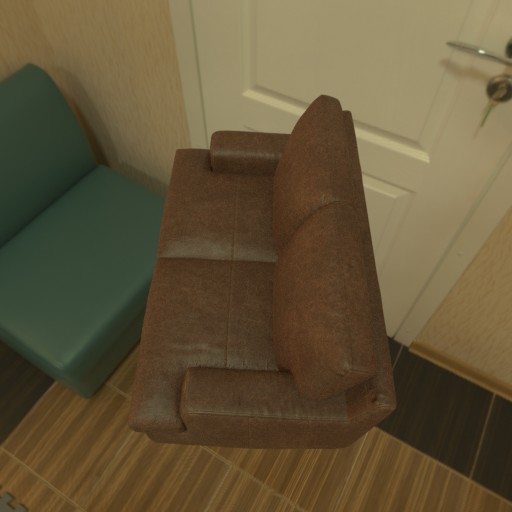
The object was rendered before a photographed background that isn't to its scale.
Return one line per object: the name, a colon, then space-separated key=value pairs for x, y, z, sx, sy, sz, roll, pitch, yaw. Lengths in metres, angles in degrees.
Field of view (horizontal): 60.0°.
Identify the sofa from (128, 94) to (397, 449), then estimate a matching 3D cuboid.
sofa: x=0.000 y=0.000 z=2.451 sx=1.143 sy=0.939 sz=1.880 roll=1 pitch=56 yaw=1
